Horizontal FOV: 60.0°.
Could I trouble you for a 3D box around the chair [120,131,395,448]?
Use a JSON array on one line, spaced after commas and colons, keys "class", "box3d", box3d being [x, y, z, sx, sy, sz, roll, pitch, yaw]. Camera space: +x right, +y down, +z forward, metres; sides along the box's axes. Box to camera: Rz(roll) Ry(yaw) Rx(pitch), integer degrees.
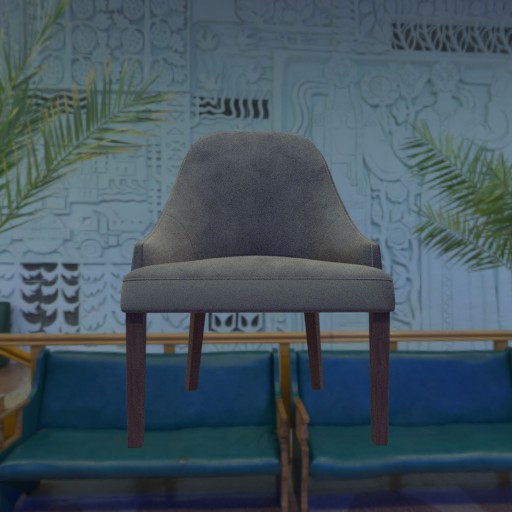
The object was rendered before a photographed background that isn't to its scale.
[{"class": "chair", "box3d": [0.000, 0.000, 1.298, 0.643, 0.889, 0.575, 0, -1, -1]}]
